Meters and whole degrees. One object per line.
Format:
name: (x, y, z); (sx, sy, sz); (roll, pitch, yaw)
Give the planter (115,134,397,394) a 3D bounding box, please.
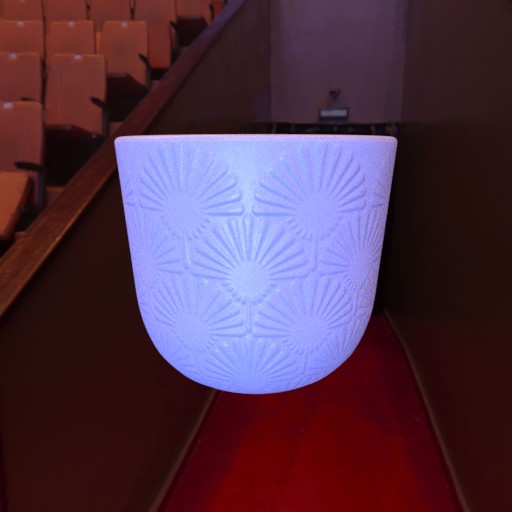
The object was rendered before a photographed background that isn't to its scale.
planter: (0.000, 0.000, 0.295); (0.170, 0.152, 0.170); (0, 14, 0)
